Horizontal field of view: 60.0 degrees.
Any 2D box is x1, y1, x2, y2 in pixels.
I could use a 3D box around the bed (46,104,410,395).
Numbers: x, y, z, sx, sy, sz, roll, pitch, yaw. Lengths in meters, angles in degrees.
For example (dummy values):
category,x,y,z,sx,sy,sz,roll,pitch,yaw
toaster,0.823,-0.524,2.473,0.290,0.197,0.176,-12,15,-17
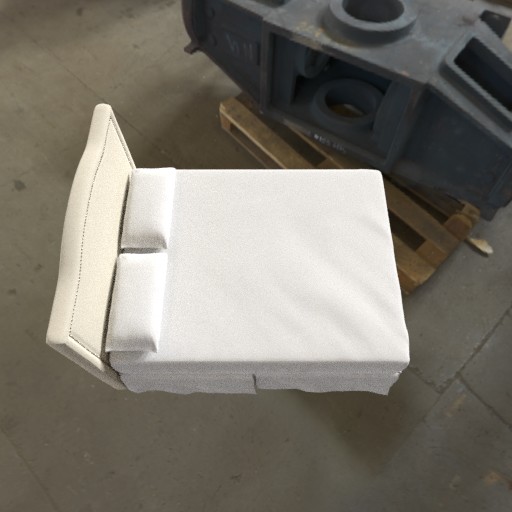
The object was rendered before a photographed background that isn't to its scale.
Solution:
category,x,y,z,sx,sy,sz,roll,pitch,yaw
bed,0.000,0.000,3.219,2.196,1.449,1.741,0,64,0
